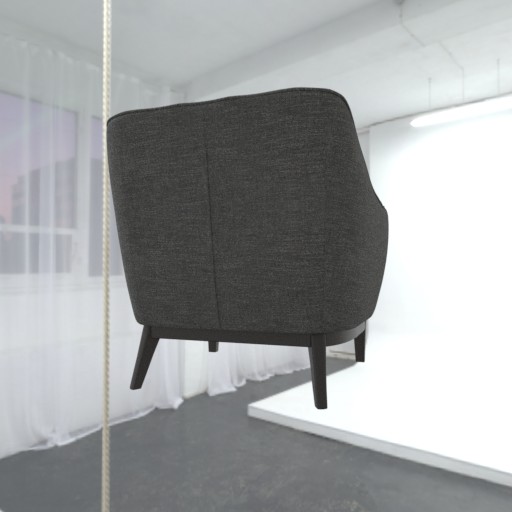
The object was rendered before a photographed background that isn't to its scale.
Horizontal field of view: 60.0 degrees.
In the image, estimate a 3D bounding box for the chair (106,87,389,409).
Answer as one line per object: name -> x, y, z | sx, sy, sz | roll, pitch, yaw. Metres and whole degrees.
chair -> 0.000, 0.000, 1.566 | 0.870, 0.829, 0.851 | -1, -2, 19
